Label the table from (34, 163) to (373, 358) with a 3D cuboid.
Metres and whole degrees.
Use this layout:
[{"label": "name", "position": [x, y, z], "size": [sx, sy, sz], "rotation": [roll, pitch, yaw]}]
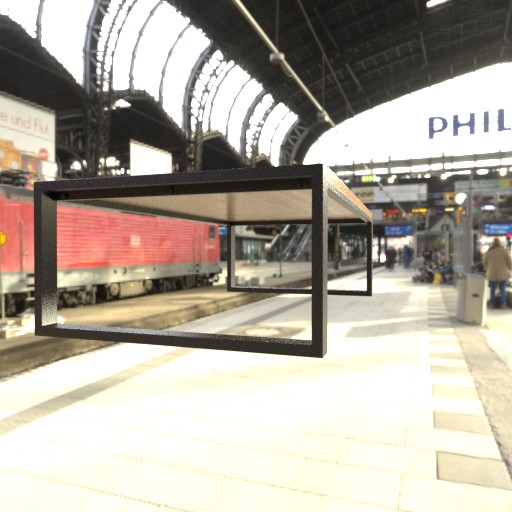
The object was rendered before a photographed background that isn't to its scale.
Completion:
[{"label": "table", "position": [0.000, 0.000, 1.662], "size": [0.750, 0.400, 1.350], "rotation": [0, 1, 19]}]
